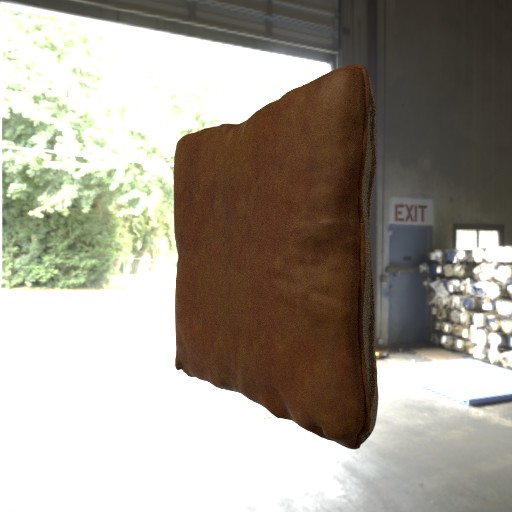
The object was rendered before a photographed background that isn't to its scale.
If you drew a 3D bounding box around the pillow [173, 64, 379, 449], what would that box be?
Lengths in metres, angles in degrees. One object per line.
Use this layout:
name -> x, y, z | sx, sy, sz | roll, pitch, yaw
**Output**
pillow -> 0.000, 0.000, 0.737 | 0.130, 0.490, 0.489 | 0, 1, -36
